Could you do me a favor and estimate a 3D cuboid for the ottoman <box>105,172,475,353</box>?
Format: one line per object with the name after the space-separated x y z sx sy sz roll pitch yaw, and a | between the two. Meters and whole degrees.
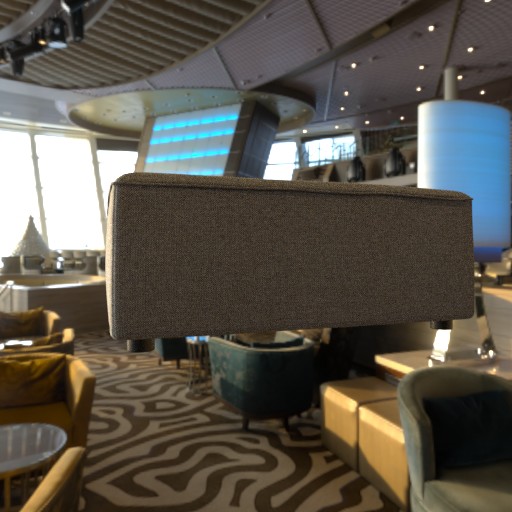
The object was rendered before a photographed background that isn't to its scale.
0.000 0.000 1.577 1.017 0.423 1.023 0 1 -18 | ottoman
